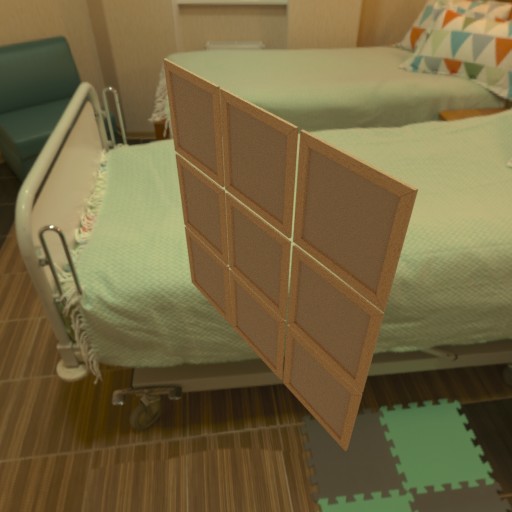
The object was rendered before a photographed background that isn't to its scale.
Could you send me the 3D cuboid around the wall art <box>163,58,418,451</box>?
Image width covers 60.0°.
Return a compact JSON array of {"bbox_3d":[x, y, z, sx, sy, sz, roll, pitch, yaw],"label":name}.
[{"bbox_3d":[0.000,0.000,2.194,0.014,1.507,1.519,-25,46,-27],"label":"wall art"}]
